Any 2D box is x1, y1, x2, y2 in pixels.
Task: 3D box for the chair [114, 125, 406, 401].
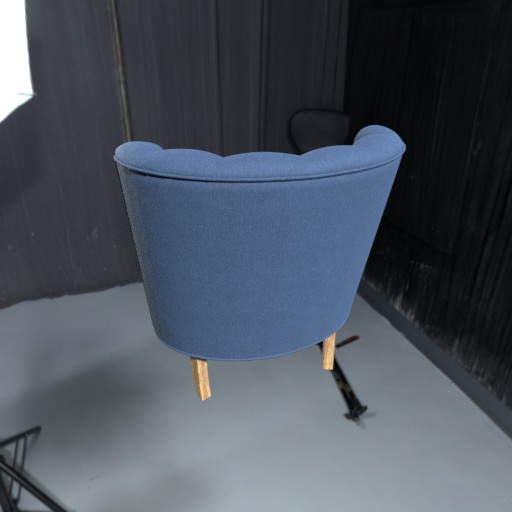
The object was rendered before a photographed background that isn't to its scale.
[{"bbox_3d":[0.000,0.000,1.344,0.740,0.771,0.718,-9,28,-17],"label":"chair"}]
